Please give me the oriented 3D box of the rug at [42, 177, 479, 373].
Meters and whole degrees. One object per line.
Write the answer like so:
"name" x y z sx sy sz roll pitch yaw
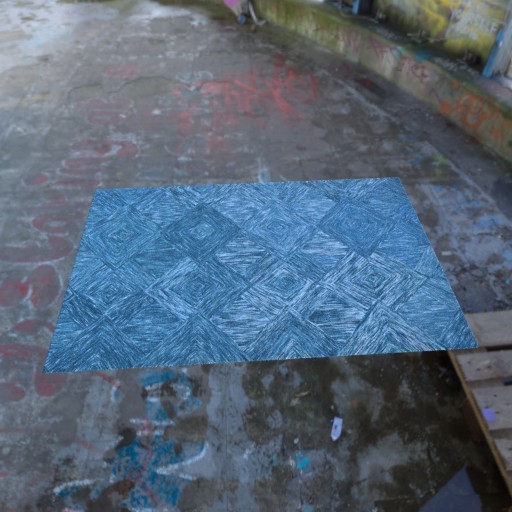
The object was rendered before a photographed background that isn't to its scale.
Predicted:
"rug" 0.000 0.000 2.814 2.277 0.015 1.490 -3 47 -3
